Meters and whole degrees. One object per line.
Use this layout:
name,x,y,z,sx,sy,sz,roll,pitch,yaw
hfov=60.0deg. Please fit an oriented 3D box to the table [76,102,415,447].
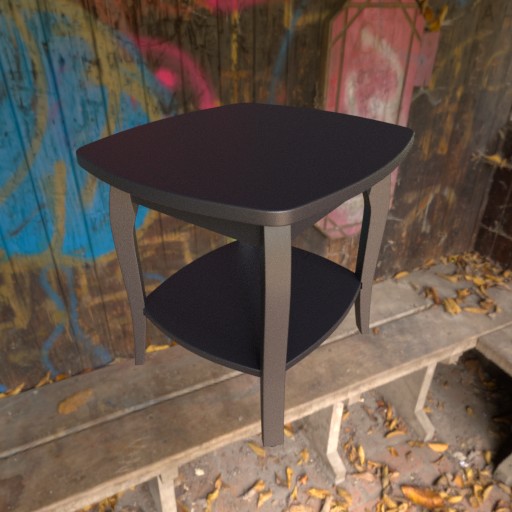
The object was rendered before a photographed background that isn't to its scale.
table,0.000,0.000,0.859,0.457,0.457,0.508,20,36,30
